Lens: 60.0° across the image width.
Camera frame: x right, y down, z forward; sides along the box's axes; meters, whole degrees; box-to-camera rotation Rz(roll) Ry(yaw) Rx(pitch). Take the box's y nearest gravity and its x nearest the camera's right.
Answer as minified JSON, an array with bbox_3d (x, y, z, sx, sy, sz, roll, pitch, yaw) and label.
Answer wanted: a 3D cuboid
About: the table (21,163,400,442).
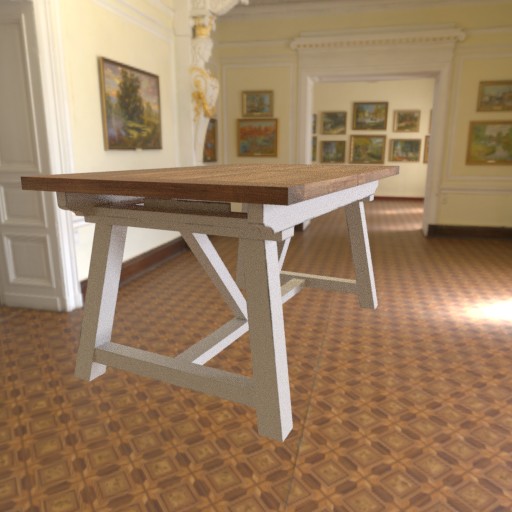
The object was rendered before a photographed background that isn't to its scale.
[{"bbox_3d":[0.000,0.000,1.948,0.922,0.743,1.503,7,15,26],"label":"table"}]
